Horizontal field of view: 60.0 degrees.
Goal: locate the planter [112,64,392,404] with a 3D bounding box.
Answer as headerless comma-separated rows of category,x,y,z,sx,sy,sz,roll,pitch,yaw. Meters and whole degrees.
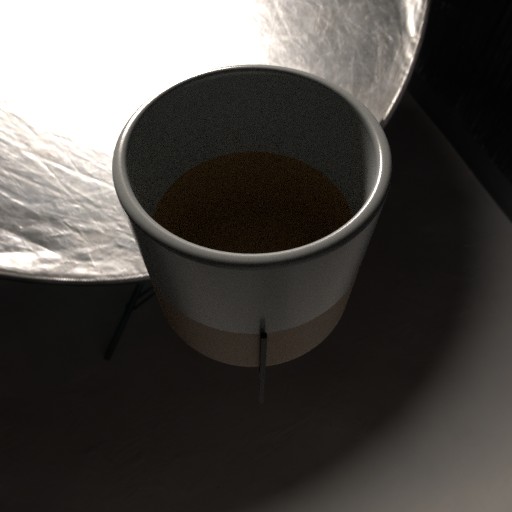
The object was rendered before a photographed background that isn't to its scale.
planter,0.000,0.000,0.657,0.310,0.432,0.310,-17,59,-10
